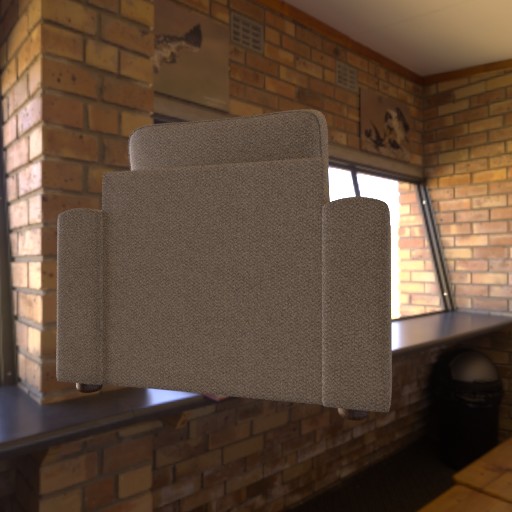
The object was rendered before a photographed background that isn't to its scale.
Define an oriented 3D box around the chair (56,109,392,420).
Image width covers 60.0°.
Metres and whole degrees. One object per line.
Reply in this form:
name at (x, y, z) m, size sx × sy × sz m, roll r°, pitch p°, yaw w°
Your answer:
chair at (0.000, 0.000, 1.721) m, size 1.005 × 0.873 × 1.016 m, roll 0°, pitch -1°, yaw 17°
